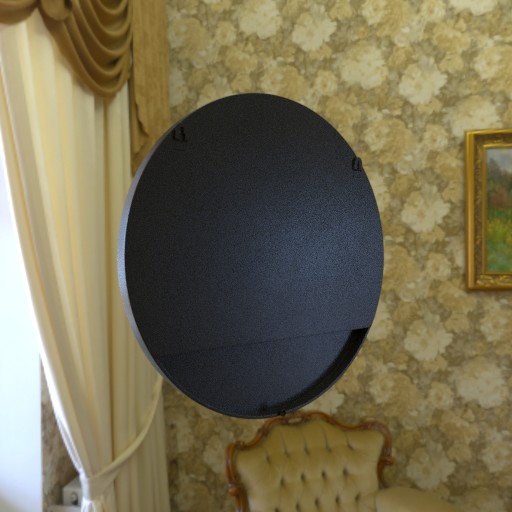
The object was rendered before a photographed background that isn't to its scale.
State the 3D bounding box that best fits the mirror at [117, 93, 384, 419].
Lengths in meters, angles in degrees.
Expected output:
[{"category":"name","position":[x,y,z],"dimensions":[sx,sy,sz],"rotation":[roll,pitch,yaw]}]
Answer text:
[{"category":"mirror","position":[0.000,0.000,0.685],"dimensions":[0.457,0.457,0.133],"rotation":[0,0,-36]}]
